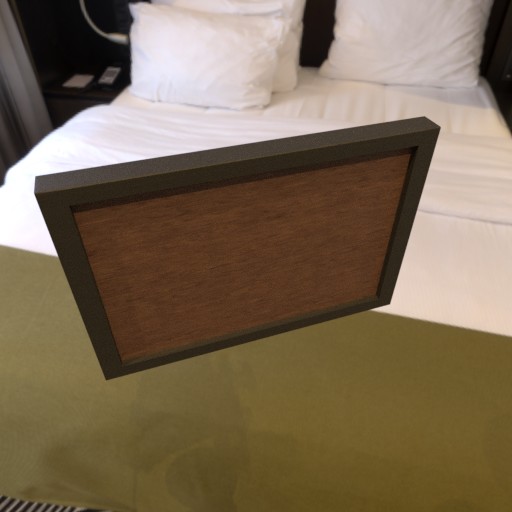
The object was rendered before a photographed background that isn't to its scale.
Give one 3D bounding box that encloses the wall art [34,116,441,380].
[{"bbox_3d":[0.000,0.000,0.866,0.671,0.456,0.051,-12,42,-14],"label":"wall art"}]
